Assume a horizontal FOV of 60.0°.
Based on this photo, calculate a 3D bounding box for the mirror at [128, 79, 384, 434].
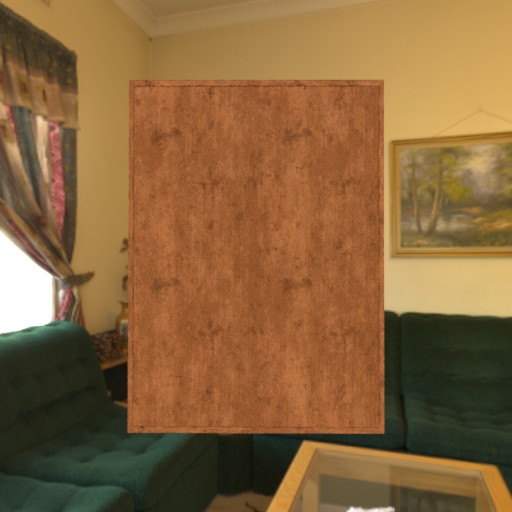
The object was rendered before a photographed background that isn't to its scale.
[{"bbox_3d":[0.000,0.000,1.389,0.796,1.099,0.028,0,-1,0],"label":"mirror"}]
